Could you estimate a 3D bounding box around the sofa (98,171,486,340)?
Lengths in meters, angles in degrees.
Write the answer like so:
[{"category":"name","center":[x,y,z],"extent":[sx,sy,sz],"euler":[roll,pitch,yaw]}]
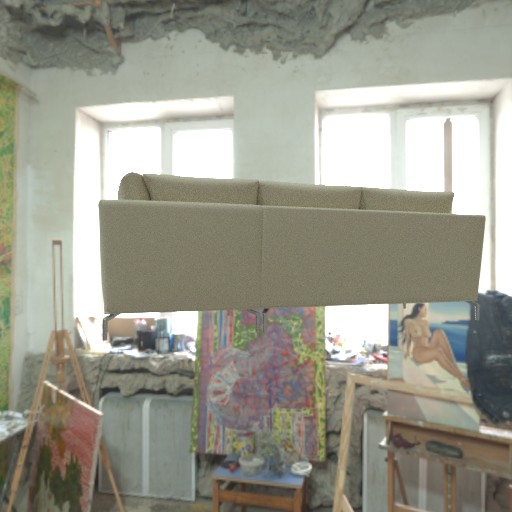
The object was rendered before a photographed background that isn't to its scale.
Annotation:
[{"category":"sofa","center":[0.000,0.000,3.676],"extent":[2.430,0.867,2.448],"euler":[0,-1,-19]}]
